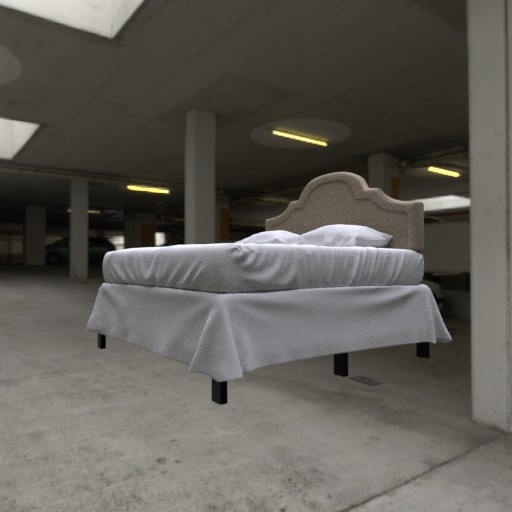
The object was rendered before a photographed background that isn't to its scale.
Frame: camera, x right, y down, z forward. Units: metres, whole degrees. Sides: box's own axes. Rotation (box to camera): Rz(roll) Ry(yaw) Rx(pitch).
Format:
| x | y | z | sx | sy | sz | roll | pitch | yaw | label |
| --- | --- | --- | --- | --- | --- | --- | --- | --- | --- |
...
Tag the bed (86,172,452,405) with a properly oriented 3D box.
| x | y | z | sx | sy | sz | roll | pitch | yaw | label |
| --- | --- | --- | --- | --- | --- | --- | --- | --- | --- |
| 0.000 | 0.000 | 3.756 | 2.222 | 1.631 | 2.303 | 1 | -1 | -37 | bed |
